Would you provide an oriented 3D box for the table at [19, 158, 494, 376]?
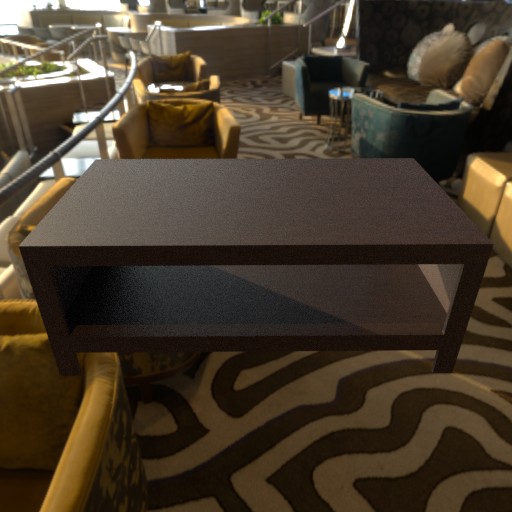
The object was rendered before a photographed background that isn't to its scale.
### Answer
[{"bbox_3d":[0.000,0.000,1.390,1.099,0.424,0.597,0,31,0],"label":"table"}]
